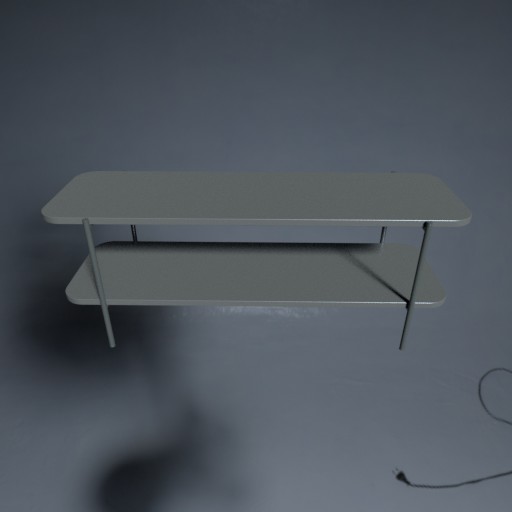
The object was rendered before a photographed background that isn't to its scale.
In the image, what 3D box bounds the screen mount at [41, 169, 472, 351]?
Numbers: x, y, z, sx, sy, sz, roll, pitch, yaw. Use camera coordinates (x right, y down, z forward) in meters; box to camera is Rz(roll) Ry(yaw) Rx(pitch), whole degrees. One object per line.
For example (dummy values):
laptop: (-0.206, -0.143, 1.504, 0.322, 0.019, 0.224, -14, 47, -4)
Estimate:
screen mount: (0.000, 0.000, 1.460, 1.200, 0.447, 0.400, 0, 31, 1)
